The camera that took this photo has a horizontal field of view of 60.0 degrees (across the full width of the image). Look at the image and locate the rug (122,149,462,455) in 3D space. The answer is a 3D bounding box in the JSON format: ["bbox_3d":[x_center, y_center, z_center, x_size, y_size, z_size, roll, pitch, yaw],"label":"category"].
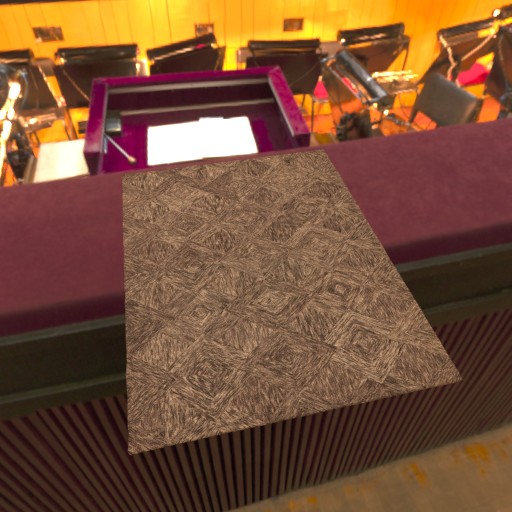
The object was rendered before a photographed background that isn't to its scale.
[{"bbox_3d":[0.000,0.000,4.190,2.448,0.017,3.204,-9,47,-9],"label":"rug"}]
